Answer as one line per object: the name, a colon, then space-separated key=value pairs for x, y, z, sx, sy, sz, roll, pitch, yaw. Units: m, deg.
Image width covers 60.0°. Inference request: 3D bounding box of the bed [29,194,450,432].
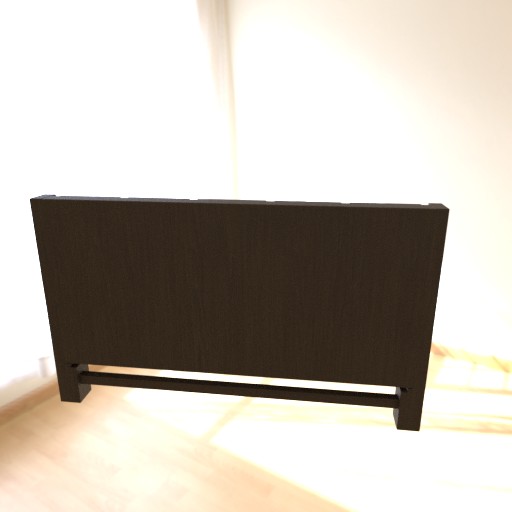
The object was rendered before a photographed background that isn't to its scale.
bed: x=0.000 y=0.000 z=3.464 sx=2.143 sy=1.261 sz=2.238 roll=2 pitch=18 yaw=7
